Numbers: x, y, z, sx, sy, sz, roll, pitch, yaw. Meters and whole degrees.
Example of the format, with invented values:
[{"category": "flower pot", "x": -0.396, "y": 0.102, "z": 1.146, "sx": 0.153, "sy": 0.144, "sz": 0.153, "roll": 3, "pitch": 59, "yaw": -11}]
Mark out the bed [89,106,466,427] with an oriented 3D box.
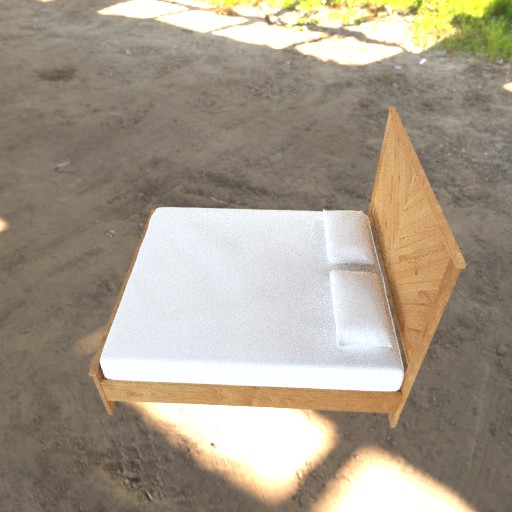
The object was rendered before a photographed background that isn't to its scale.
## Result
[{"category": "bed", "x": 0.000, "y": 0.000, "z": 4.068, "sx": 2.530, "sy": 1.938, "sz": 2.225, "roll": 2, "pitch": 41, "yaw": 2}]
